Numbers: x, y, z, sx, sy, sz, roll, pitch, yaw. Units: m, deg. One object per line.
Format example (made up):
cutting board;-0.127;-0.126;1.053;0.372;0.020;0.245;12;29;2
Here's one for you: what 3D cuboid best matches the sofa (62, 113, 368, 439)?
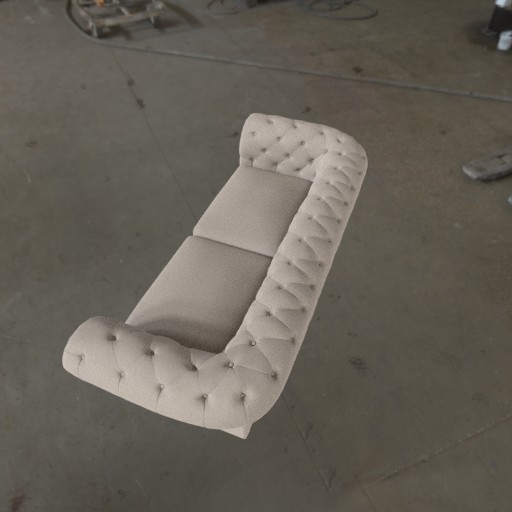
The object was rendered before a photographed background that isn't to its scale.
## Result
sofa;0.000;0.000;2.828;0.991;0.749;2.411;16;48;15
